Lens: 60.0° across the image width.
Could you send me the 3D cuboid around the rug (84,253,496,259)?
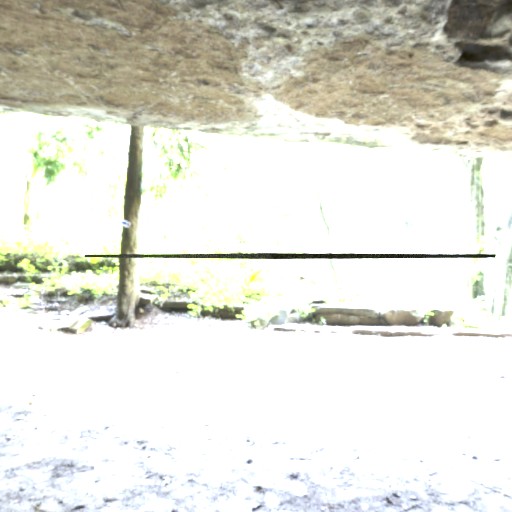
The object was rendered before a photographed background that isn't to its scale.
[{"bbox_3d":[0.000,0.000,3.361,1.802,0.026,2.699,0,0,-36],"label":"rug"}]
